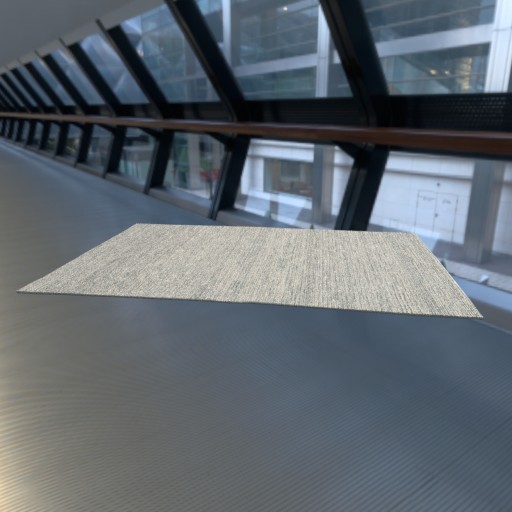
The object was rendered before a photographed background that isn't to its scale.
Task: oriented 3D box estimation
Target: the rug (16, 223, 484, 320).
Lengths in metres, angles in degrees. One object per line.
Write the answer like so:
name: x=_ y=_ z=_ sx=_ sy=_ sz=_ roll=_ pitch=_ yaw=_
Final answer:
rug: x=0.000 y=0.000 z=2.927 sx=2.338 sy=0.030 sz=1.616 roll=2 pitch=17 yaw=8
